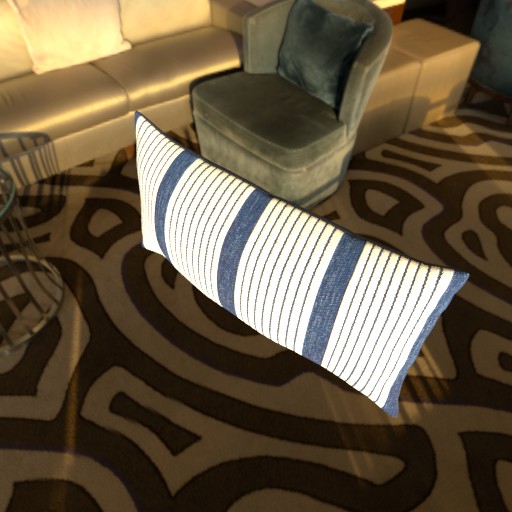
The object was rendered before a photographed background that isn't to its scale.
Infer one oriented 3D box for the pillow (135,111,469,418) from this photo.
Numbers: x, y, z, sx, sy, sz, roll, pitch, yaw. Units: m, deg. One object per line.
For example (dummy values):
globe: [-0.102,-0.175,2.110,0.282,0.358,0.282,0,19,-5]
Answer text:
pillow: [0.000,0.000,0.738,0.608,0.292,0.156,31,53,27]
